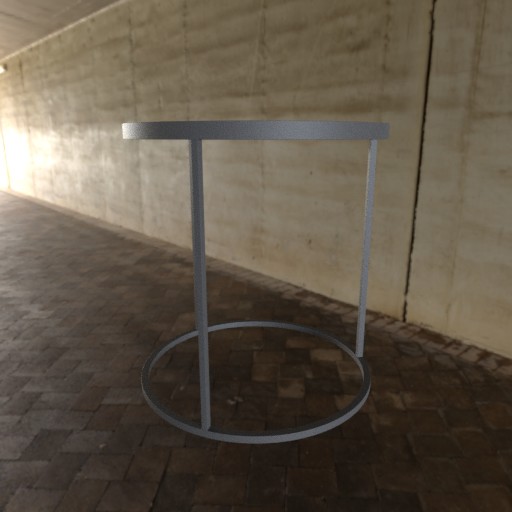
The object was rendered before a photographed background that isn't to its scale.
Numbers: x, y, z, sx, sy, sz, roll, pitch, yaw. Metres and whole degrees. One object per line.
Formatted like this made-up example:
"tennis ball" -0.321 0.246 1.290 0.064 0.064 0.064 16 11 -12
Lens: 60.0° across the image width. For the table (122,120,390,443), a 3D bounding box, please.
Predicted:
"table" 0.000 0.000 0.874 0.470 0.498 0.470 0 15 0
